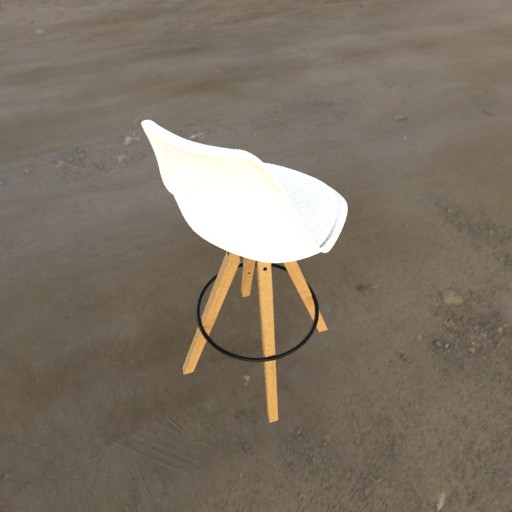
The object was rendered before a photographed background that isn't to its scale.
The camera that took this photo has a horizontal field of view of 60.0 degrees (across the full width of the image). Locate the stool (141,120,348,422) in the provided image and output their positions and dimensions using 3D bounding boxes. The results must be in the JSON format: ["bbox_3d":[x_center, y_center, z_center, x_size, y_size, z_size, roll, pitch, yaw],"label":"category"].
[{"bbox_3d":[0.000,0.000,1.389,0.482,1.115,0.549,23,51,20],"label":"stool"}]
